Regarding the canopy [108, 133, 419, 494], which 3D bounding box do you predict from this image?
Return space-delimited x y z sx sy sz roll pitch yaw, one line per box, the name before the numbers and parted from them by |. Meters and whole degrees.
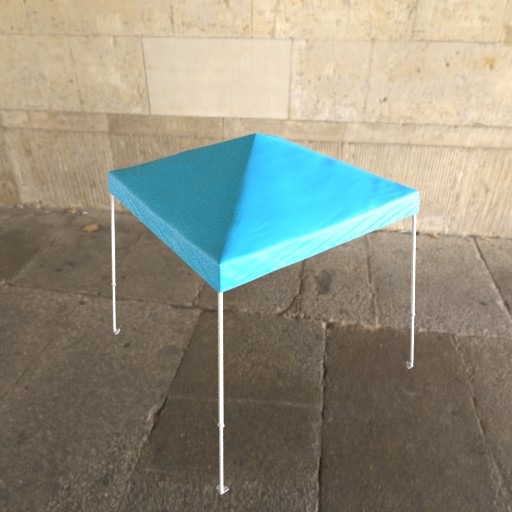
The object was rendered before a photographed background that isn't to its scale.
canopy | 0.000 0.000 5.131 2.849 2.849 2.848 -21 37 -30
